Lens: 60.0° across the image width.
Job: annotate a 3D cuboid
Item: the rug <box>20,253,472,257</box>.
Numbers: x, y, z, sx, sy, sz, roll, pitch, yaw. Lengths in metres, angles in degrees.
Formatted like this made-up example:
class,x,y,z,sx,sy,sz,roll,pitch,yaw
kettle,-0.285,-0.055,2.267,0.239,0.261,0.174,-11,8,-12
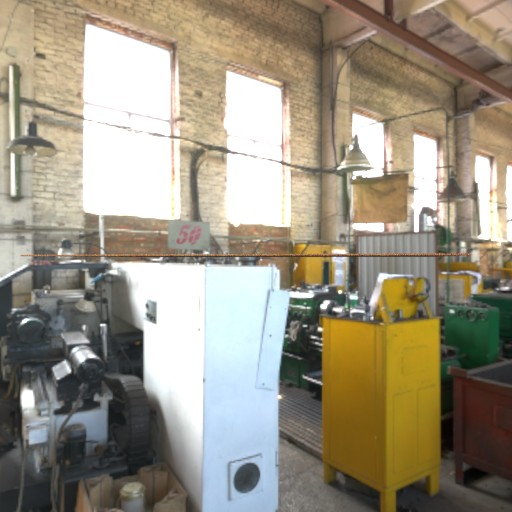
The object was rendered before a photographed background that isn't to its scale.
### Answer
class,x,y,z,sx,sy,sz,roll,pitch,yaw
rug,0.000,0.000,2.162,1.747,0.006,1.143,0,0,17
